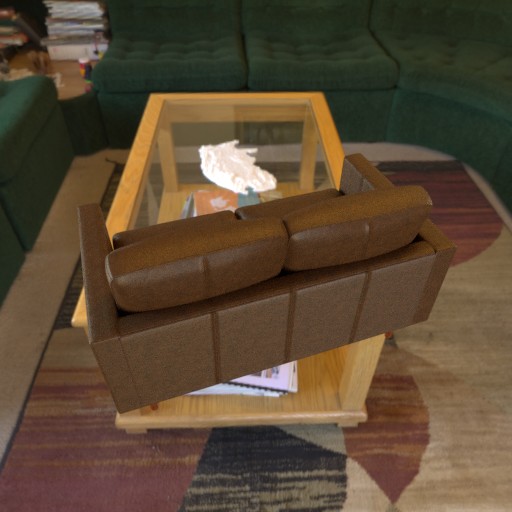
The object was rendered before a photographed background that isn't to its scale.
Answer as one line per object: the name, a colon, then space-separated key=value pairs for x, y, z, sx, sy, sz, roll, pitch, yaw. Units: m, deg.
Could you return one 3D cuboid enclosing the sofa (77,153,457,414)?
sofa: x=0.000 y=0.000 z=2.221 sx=1.578 sy=0.951 sz=0.909 roll=-13 pitch=44 yaw=-14
